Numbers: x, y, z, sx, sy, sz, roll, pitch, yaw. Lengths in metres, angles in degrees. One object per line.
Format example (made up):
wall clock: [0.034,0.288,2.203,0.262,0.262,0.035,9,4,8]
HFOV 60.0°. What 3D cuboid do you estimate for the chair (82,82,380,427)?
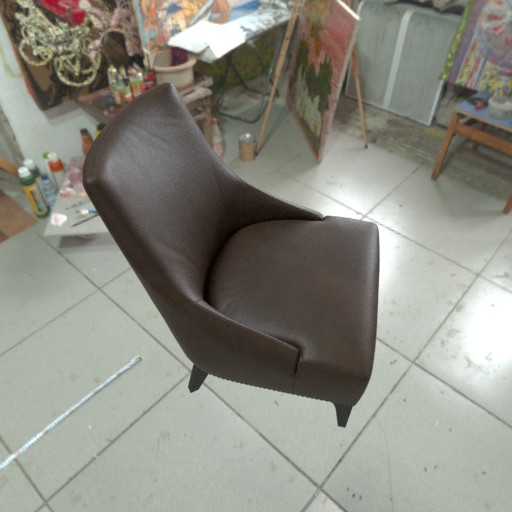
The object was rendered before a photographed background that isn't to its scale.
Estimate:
chair: [0.000,0.000,1.501,0.861,0.909,0.701,9,47,9]
